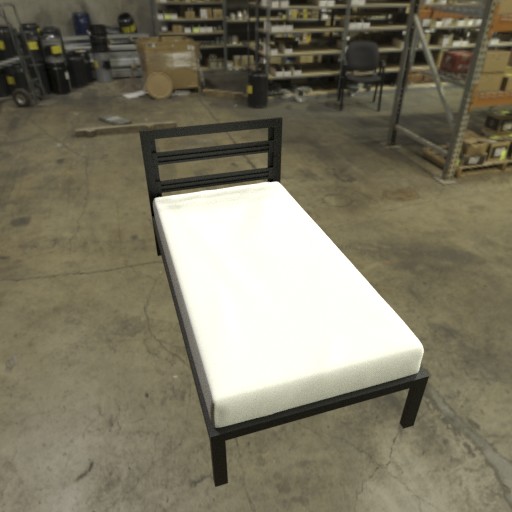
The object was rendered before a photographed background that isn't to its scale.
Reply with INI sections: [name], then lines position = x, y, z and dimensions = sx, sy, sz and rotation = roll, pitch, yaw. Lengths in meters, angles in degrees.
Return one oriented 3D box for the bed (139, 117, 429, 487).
[bed]
position = 0.000, 0.000, 2.532
dimensions = 0.991, 0.967, 1.930
rotation = -10, 35, -15
